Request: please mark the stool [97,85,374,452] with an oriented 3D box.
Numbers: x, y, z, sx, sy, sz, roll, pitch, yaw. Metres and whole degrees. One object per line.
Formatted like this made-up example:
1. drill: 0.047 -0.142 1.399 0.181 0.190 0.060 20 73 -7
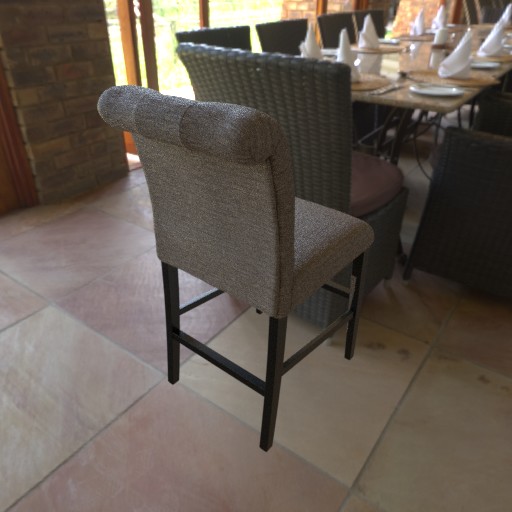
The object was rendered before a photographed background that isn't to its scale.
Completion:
1. stool: 0.000 0.000 1.291 0.457 0.970 0.611 23 38 33
